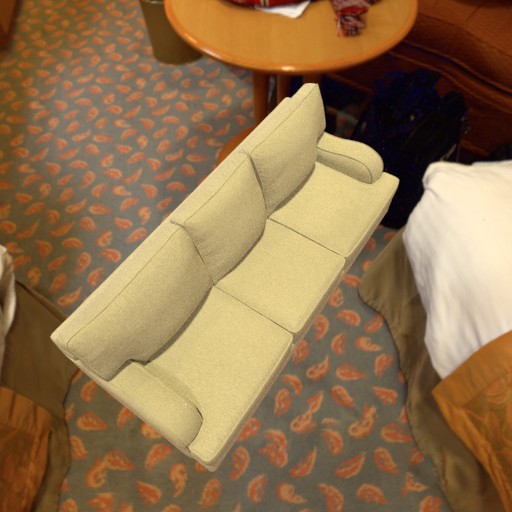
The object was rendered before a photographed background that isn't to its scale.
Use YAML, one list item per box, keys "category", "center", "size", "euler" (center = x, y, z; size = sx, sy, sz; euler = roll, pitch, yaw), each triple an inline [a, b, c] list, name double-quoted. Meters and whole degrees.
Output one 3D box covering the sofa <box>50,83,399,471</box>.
- category: "sofa"
  center: [0.000, 0.000, 2.845]
  size: [1.016, 0.991, 2.323]
  euler: [30, 62, 18]
